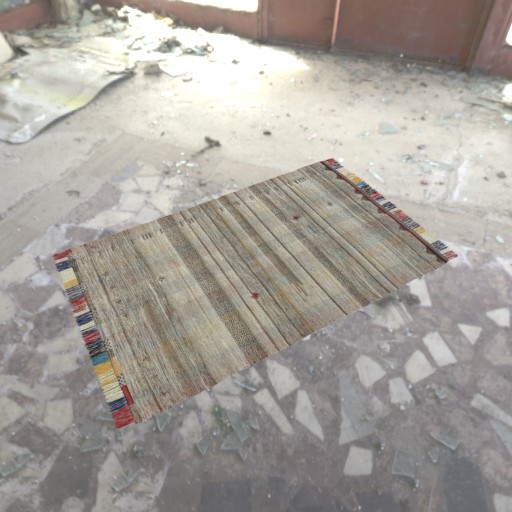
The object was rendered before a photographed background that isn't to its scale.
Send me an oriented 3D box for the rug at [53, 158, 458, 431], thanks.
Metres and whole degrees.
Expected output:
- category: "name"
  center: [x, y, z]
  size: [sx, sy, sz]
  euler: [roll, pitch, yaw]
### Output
- category: "rug"
  center: [0.000, 0.000, 3.083]
  size: [2.465, 0.012, 1.465]
  euler: [-23, 50, -21]
